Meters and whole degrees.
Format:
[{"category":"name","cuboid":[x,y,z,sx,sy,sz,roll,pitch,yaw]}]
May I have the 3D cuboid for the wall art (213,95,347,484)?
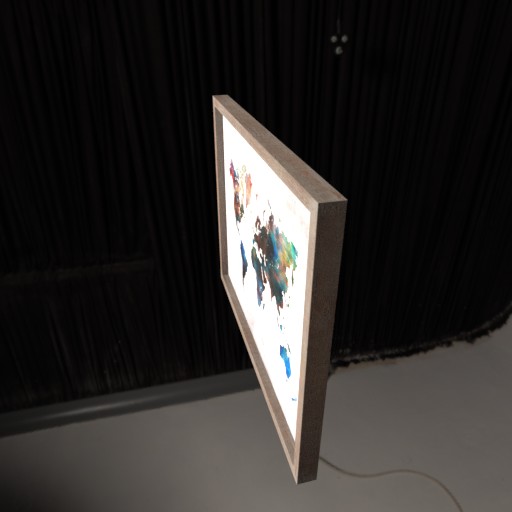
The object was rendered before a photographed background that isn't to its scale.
[{"category":"wall art","cuboid":[0.000,0.000,1.781,0.070,1.009,1.320,-8,31,-13]}]
